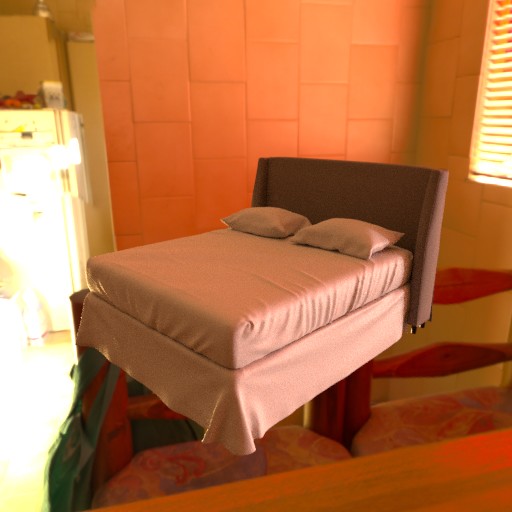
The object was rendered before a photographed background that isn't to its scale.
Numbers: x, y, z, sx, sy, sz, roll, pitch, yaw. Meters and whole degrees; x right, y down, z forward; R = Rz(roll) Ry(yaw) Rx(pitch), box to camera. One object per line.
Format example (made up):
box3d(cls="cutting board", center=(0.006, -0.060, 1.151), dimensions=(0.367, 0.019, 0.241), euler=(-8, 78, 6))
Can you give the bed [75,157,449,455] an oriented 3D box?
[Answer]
box3d(cls="bed", center=(0.000, 0.000, 3.415), dimensions=(1.925, 1.332, 2.276), euler=(16, 23, 43))
